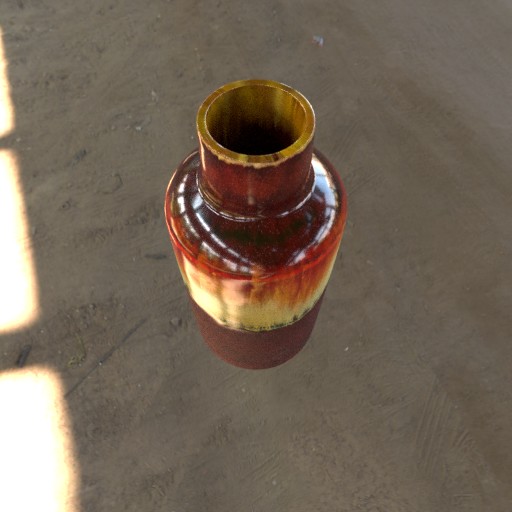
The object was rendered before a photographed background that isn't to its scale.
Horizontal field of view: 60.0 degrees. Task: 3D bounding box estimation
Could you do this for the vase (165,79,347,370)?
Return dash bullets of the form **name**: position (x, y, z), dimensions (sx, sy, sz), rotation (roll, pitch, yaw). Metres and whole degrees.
- **vase**: position (0.000, 0.000, 0.324), dimensions (0.111, 0.261, 0.111), rotation (0, 60, 0)
